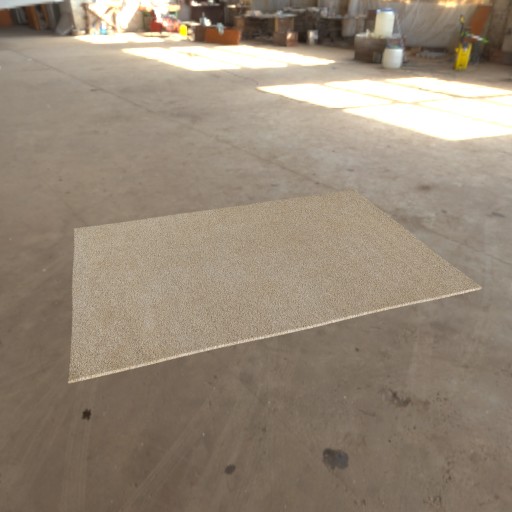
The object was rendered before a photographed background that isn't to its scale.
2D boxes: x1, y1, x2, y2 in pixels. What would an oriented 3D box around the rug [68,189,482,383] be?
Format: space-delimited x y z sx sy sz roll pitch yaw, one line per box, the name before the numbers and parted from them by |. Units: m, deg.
rug | 0.000 0.000 3.440 2.699 0.025 1.800 -10 33 -16
